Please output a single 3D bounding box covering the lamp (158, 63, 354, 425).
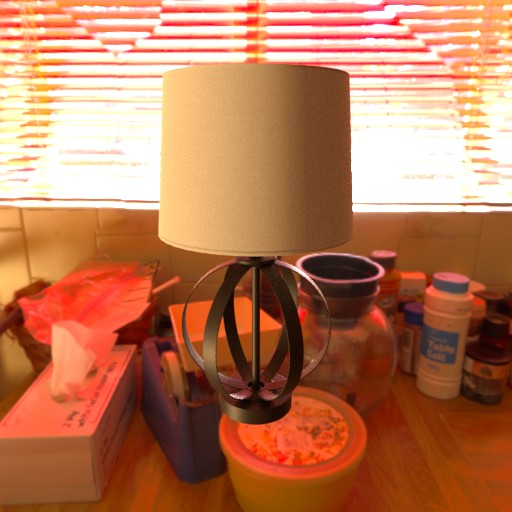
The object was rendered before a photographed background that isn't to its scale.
[{"bbox_3d":[0.000,0.000,0.676,0.286,0.510,0.286,0,16,0],"label":"lamp"}]
